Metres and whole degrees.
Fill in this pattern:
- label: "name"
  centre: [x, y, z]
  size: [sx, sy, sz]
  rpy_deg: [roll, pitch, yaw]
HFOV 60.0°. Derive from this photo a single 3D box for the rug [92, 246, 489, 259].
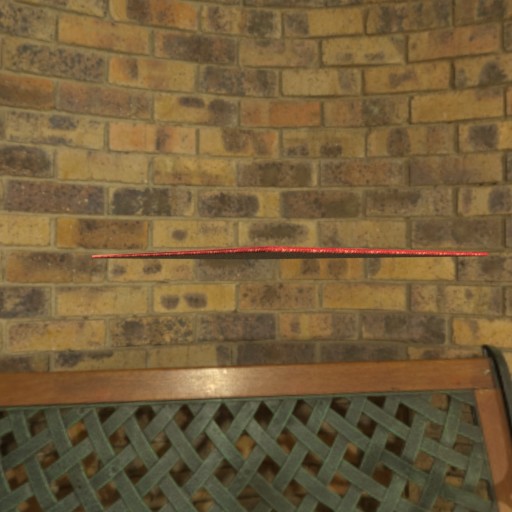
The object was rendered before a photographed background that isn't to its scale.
- label: "rug"
  centre: [0.000, 0.000, 2.348]
  size: [1.230, 0.018, 1.835]
  rpy_deg: [1, -1, -35]
